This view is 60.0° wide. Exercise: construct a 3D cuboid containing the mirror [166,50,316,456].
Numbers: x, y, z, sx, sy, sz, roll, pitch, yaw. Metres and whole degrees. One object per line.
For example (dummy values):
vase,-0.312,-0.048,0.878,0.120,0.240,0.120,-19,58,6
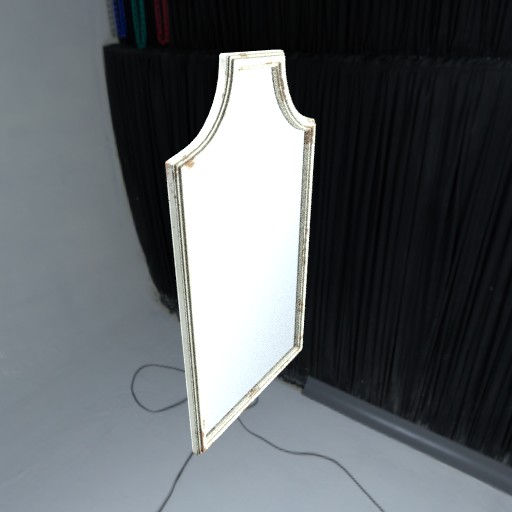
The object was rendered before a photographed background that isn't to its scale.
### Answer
mirror,0.000,0.000,0.857,0.022,0.717,0.403,18,32,31
